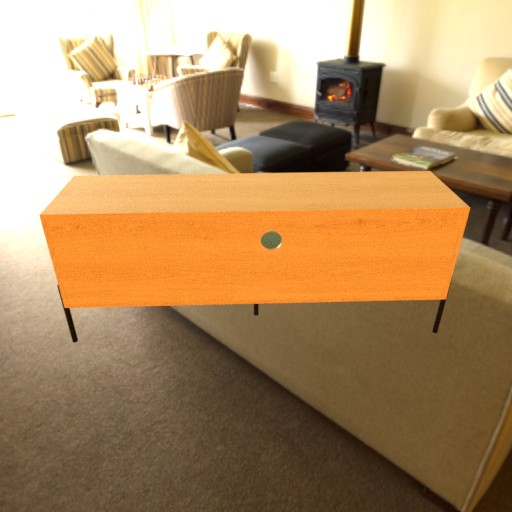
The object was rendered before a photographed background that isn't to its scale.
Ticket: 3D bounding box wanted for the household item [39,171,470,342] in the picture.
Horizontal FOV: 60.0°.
[{"bbox_3d":[0.000,0.000,1.871,1.550,0.600,0.400,-1,31,-2],"label":"household item"}]
